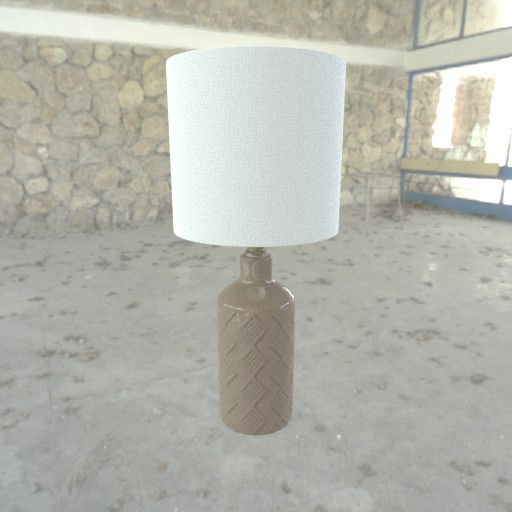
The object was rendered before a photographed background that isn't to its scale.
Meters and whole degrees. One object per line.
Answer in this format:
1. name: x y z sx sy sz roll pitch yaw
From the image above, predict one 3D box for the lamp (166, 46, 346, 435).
1. lamp: 0.000 0.000 0.574 0.207 0.461 0.207 -7 16 -25
